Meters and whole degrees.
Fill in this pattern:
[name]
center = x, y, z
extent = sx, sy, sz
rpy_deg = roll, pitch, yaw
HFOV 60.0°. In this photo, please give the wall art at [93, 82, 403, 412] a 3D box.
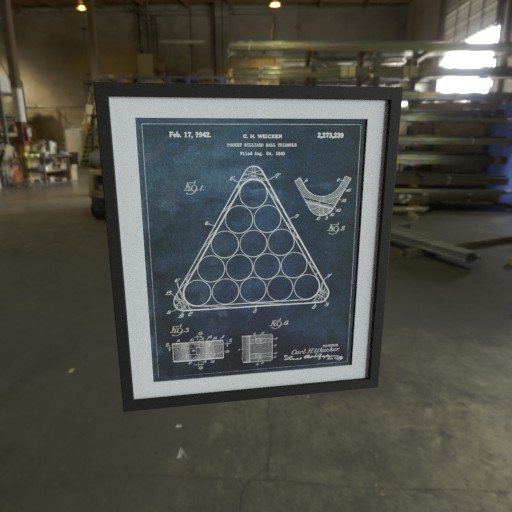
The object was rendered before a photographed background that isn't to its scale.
[wall art]
center = 0.000, 0.000, 1.195
extent = 0.755, 0.863, 0.028
rpy_deg = -3, 16, -9
